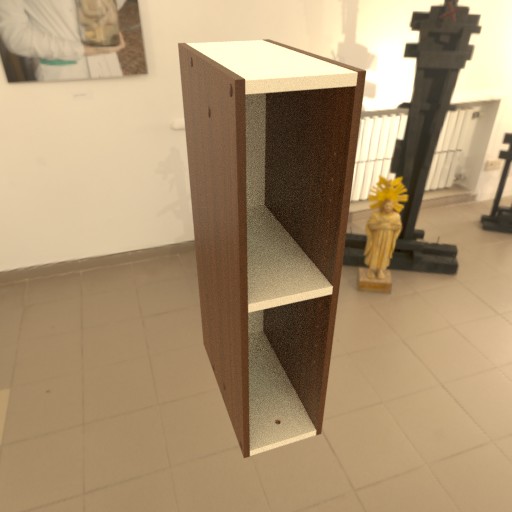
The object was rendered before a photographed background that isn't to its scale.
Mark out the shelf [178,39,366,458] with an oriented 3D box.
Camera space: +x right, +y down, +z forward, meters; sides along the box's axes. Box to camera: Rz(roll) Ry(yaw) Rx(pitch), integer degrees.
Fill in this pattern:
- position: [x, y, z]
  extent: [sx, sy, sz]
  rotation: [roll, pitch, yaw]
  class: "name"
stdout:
- position: [0.000, 0.000, 0.718]
  extent: [0.147, 0.600, 0.290]
  rotation: [-10, 34, -16]
  class: "shelf"
